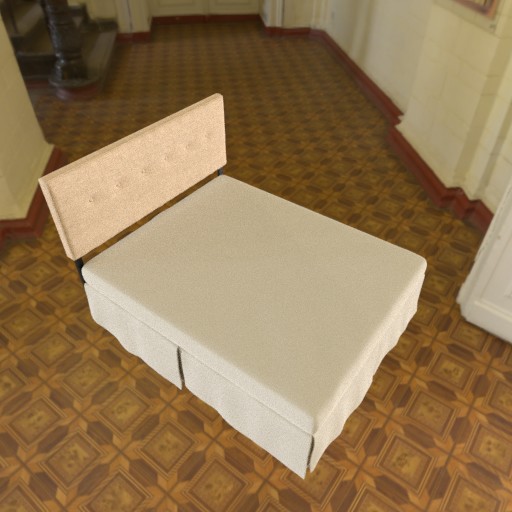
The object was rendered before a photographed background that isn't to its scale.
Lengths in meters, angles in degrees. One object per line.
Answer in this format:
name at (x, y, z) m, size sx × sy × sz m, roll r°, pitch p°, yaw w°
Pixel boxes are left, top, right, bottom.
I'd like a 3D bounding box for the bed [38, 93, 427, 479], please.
bed at (0.000, 0.000, 3.004) m, size 1.978 × 1.270 × 1.643 m, roll 27°, pitch 48°, yaw 27°
